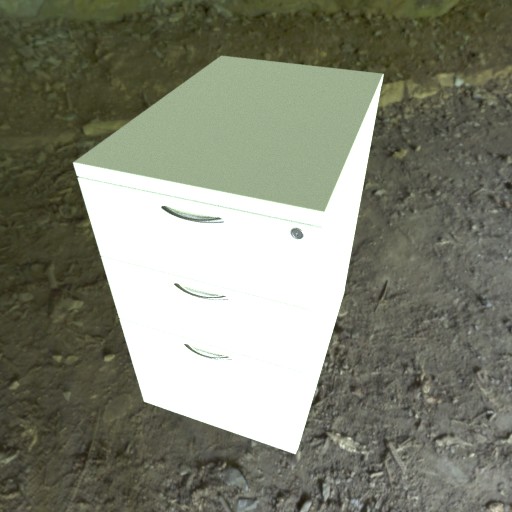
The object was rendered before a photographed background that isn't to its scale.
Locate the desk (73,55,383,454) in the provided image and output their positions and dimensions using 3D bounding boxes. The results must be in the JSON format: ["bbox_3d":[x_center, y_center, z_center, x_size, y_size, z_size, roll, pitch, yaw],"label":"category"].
[{"bbox_3d":[0.000,0.000,1.086,0.404,0.730,0.600,13,42,15],"label":"desk"}]
